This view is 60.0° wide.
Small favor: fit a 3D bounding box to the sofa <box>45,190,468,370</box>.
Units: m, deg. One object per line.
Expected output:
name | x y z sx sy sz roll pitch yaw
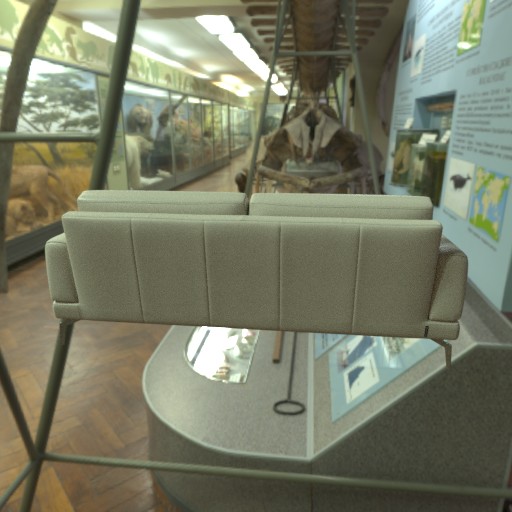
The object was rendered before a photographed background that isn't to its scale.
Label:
sofa | 0.000 0.000 2.404 1.940 0.765 0.974 2 17 7
